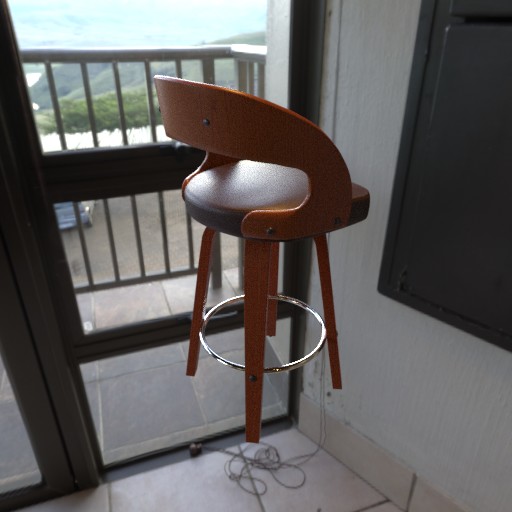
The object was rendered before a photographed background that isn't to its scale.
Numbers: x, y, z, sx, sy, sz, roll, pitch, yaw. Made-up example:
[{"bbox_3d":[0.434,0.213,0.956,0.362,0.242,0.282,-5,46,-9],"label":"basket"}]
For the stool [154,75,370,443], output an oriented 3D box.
[{"bbox_3d":[0.000,0.000,1.212,0.457,0.940,0.457,-20,33,-33],"label":"stool"}]
